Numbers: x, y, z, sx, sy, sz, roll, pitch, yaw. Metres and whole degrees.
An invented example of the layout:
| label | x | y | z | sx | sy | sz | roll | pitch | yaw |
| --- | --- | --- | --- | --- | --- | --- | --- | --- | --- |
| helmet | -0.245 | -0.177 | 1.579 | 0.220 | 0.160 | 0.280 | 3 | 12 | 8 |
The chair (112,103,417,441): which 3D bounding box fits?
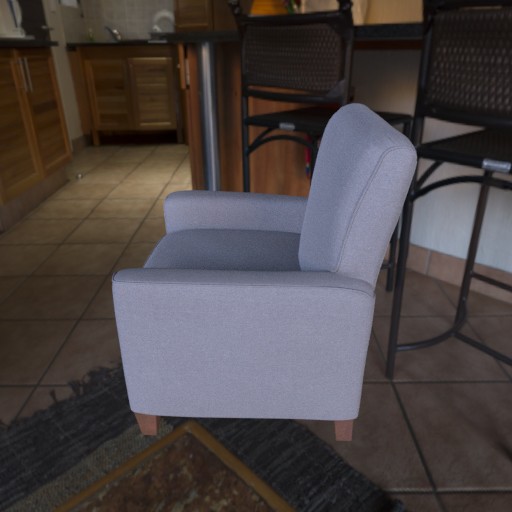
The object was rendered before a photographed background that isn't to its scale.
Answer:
| label | x | y | z | sx | sy | sz | roll | pitch | yaw |
| --- | --- | --- | --- | --- | --- | --- | --- | --- | --- |
| chair | 0.000 | 0.000 | 1.631 | 0.859 | 1.023 | 0.845 | 1 | 26 | 2 |
